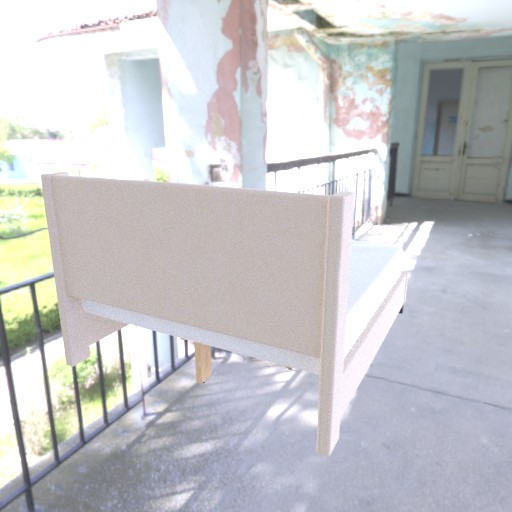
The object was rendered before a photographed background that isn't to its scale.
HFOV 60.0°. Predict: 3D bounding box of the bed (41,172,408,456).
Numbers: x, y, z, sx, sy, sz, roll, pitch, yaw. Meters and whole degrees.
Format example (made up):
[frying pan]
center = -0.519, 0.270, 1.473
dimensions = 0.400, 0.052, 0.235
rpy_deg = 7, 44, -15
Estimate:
[bed]
center = 0.000, 0.000, 3.724
dimensions = 2.145, 1.471, 2.293
rpy_deg = 9, 19, 27
